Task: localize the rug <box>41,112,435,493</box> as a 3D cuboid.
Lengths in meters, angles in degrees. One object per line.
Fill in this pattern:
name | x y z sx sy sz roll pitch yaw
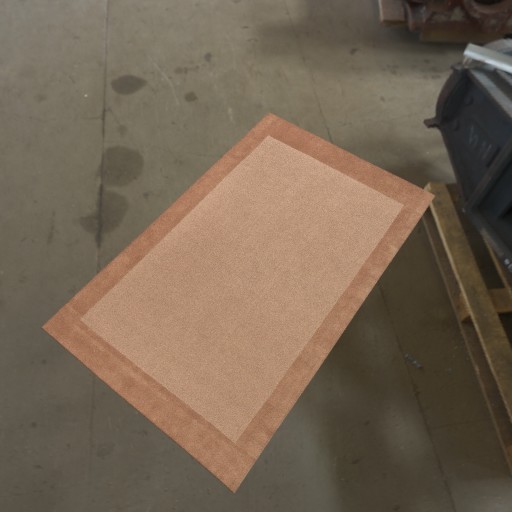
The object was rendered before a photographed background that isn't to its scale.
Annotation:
rug | 0.000 0.000 3.028 1.524 0.014 2.438 32 64 18
